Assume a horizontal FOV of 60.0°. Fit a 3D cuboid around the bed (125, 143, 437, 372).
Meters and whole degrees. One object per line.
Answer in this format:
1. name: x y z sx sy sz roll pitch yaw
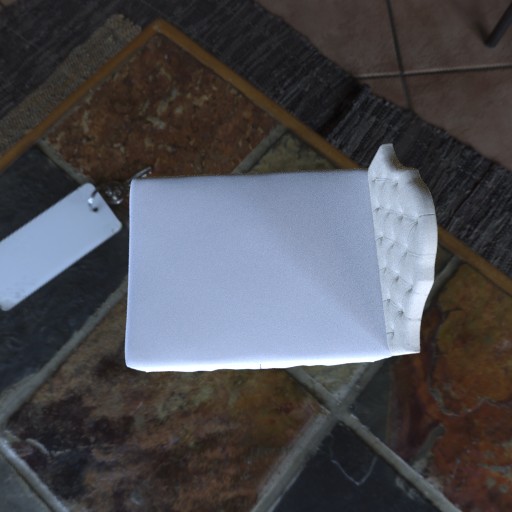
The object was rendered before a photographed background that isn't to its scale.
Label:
1. bed: 0.000 0.000 3.316 2.092 1.575 1.627 -2 75 -1
